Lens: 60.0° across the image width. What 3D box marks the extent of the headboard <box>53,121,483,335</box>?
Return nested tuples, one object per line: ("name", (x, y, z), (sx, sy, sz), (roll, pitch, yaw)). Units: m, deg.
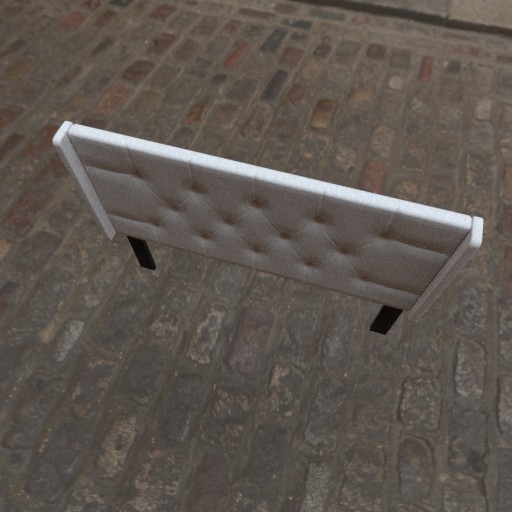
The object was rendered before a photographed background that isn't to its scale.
("headboard", (0.000, 0.000, 2.720), (2.051, 1.524, 0.184), (15, 61, 8))
